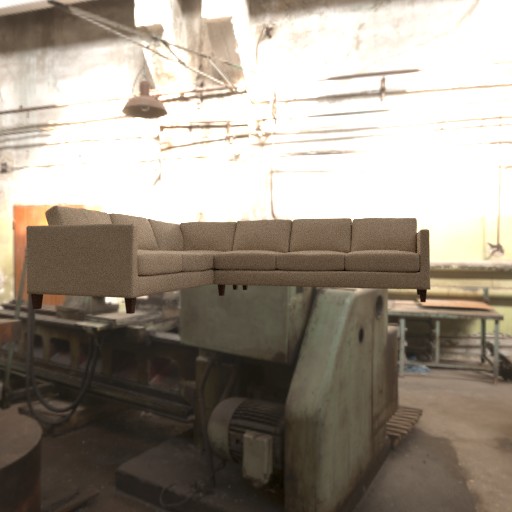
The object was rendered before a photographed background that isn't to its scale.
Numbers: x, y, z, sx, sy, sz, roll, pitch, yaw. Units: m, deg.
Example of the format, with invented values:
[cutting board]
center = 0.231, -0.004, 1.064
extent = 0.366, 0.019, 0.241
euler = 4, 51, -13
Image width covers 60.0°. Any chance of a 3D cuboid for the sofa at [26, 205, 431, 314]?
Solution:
[sofa]
center = 0.000, 0.000, 4.278
extent = 3.182, 0.863, 2.432
euler = 0, 0, 18
